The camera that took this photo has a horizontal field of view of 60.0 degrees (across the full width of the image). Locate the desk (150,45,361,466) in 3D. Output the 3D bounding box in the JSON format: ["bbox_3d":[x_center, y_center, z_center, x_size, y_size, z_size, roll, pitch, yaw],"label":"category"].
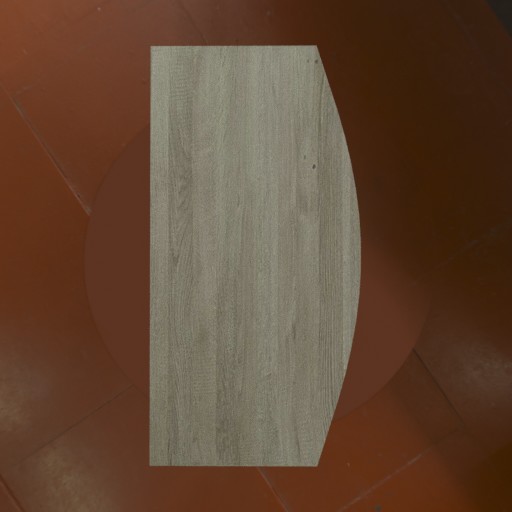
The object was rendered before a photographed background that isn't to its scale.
[{"bbox_3d":[0.000,0.000,2.062,0.802,0.752,1.600,0,89,0],"label":"desk"}]
